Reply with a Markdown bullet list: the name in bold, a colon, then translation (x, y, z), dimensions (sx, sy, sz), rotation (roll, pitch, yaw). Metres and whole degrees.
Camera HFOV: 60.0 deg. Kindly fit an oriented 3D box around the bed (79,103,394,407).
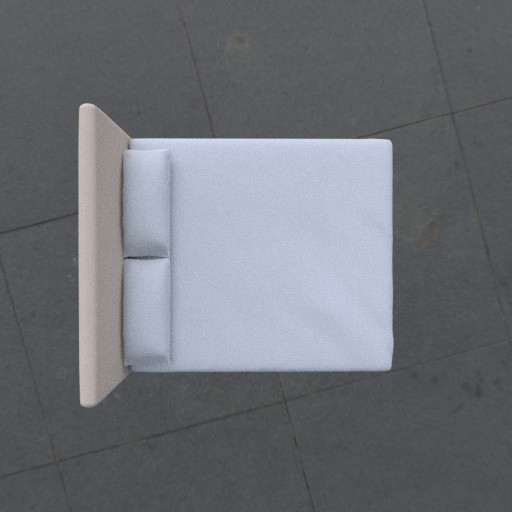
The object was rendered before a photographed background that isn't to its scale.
- **bed**: translation (0.000, 0.000, 3.280), dimensions (2.142, 1.330, 1.884), rotation (0, 91, -1)
